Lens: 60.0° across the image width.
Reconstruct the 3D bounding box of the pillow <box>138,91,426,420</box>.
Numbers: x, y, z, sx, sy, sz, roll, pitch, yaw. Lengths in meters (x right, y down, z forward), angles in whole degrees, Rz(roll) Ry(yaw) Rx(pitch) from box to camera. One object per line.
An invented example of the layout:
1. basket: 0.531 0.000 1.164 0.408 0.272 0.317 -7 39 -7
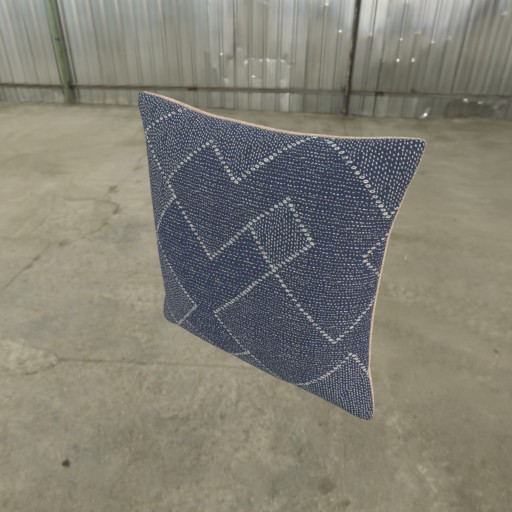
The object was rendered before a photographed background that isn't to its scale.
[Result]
1. pillow: 0.000 0.000 0.671 0.435 0.428 0.148 20 36 29
